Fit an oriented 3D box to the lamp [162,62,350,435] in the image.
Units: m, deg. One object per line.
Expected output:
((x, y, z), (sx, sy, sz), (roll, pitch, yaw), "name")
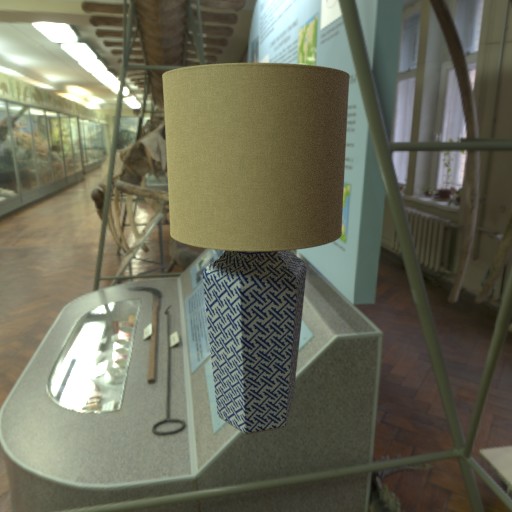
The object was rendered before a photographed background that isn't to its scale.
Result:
((0.000, 0.000, 0.854), (0.320, 0.682, 0.320), (-3, 15, -10), "lamp")
